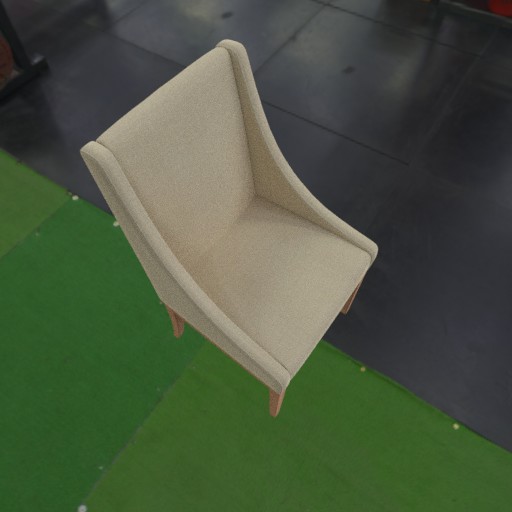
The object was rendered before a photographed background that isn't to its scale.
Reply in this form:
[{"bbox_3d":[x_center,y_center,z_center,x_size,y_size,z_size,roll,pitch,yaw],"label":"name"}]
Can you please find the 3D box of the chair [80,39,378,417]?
[{"bbox_3d":[0.000,0.000,1.424,0.611,1.021,0.575,32,63,18],"label":"chair"}]
